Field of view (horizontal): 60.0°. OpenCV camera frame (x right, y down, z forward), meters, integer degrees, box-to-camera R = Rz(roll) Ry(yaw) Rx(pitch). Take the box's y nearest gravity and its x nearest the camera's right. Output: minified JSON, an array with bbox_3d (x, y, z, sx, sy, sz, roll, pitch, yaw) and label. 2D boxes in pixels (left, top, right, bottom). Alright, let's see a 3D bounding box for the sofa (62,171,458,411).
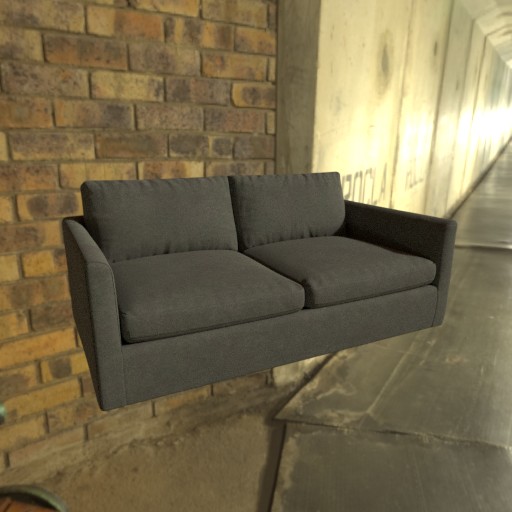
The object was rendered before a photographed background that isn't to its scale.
[{"bbox_3d":[0.000,0.000,2.485,1.909,0.845,1.091,-7,16,-26],"label":"sofa"}]
